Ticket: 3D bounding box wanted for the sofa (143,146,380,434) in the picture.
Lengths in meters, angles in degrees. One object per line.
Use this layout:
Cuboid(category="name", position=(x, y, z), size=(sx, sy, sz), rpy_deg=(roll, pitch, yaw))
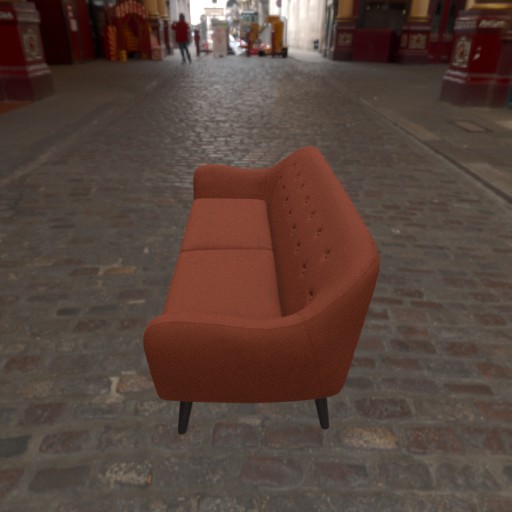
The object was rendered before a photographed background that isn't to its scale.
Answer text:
Cuboid(category="sofa", position=(0.000, 0.000, 2.321), size=(0.820, 0.836, 1.840), rpy_deg=(-1, 28, -2))
